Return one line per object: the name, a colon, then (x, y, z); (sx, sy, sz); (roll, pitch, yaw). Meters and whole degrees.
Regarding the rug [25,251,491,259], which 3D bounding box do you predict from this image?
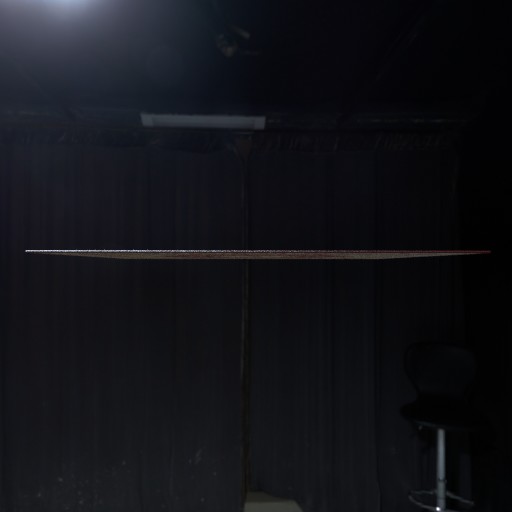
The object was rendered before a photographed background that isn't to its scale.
rug: (0.000, 0.000, 4.088); (3.053, 0.013, 2.387); (0, -1, -2)
